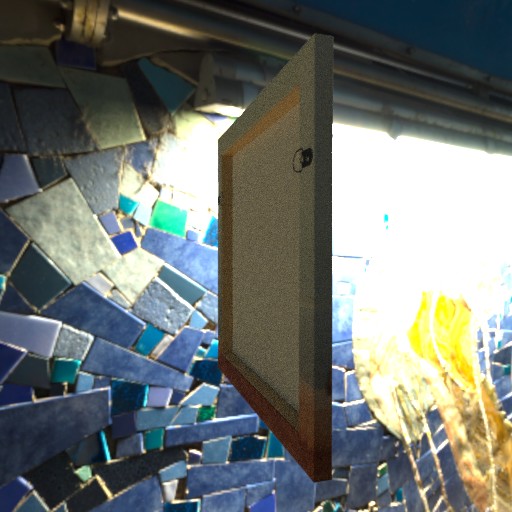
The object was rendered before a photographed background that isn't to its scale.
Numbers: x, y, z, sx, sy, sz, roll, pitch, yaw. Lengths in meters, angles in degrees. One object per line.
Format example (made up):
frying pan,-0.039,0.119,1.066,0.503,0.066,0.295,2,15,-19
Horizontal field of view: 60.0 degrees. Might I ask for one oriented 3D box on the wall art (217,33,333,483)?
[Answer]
wall art,0.000,0.000,0.888,0.034,0.605,0.605,0,1,-17
